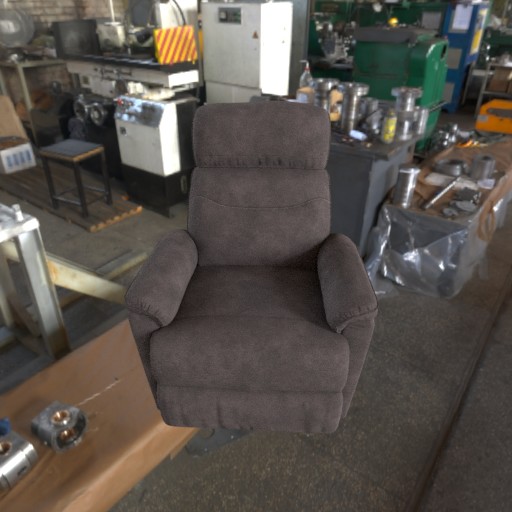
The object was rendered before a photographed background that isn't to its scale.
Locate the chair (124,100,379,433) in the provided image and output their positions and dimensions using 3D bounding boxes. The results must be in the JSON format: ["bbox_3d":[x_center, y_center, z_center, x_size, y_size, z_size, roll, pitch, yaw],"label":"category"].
[{"bbox_3d":[0.000,0.000,1.786,0.830,1.035,1.009,2,31,3],"label":"chair"}]
